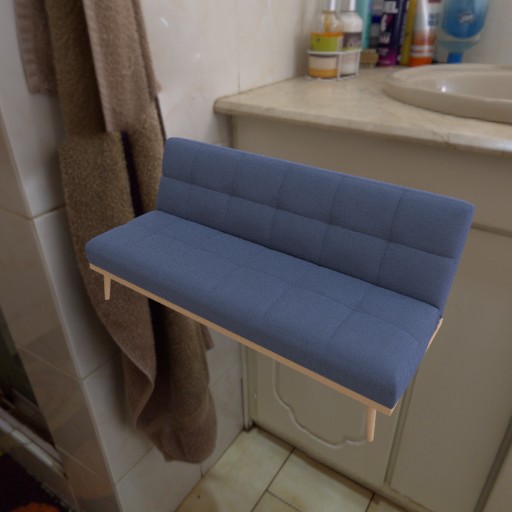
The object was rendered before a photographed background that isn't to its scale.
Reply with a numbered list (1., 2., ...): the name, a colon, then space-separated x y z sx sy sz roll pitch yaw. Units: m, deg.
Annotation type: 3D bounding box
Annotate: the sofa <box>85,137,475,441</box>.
1. sofa: 0.000 0.000 2.248 1.800 0.800 0.796 20 36 30
